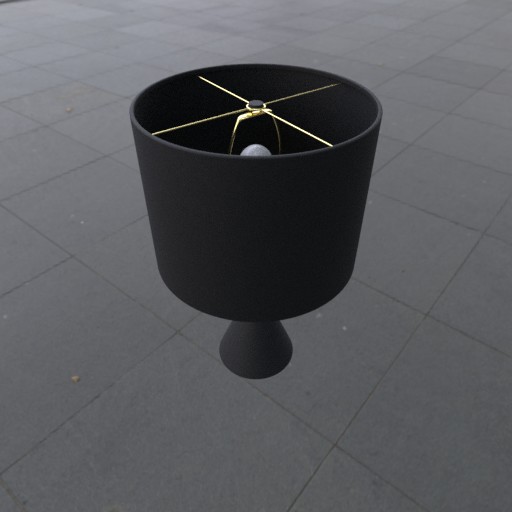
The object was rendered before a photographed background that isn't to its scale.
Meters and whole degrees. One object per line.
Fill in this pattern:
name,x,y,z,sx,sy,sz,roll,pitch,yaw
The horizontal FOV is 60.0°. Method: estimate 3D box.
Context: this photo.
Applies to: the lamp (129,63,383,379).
lamp,0.000,0.000,0.827,0.359,0.584,0.359,-25,45,-27
